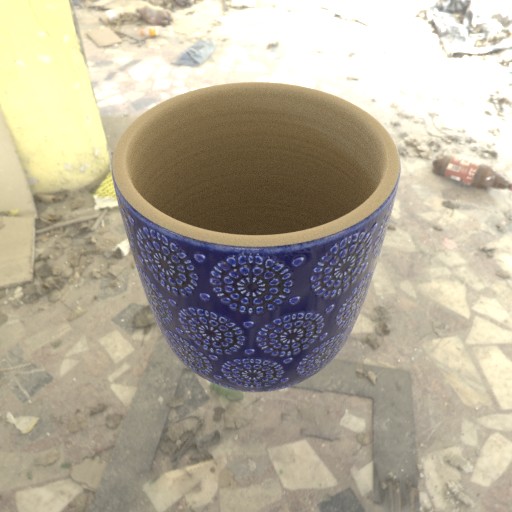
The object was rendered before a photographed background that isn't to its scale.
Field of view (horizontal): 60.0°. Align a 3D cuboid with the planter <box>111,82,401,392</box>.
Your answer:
[{"bbox_3d":[0.000,0.000,0.357,0.184,0.206,0.184,0,47,0],"label":"planter"}]
